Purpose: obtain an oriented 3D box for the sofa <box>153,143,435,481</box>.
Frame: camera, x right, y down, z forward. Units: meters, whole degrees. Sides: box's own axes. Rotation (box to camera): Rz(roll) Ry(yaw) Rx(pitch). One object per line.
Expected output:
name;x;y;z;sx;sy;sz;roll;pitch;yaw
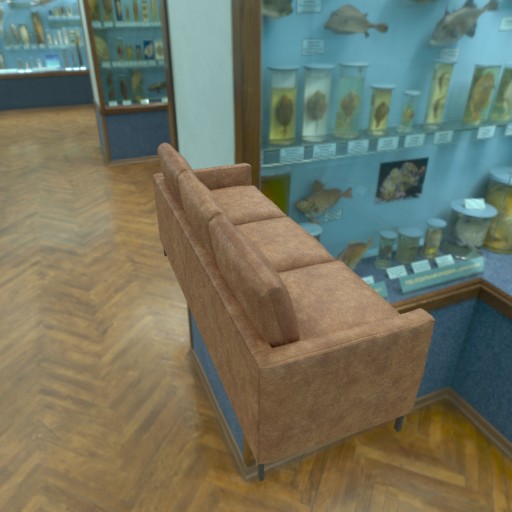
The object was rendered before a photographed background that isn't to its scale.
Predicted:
sofa;0.000;0.000;2.413;0.748;0.863;2.029;-11;31;-18
